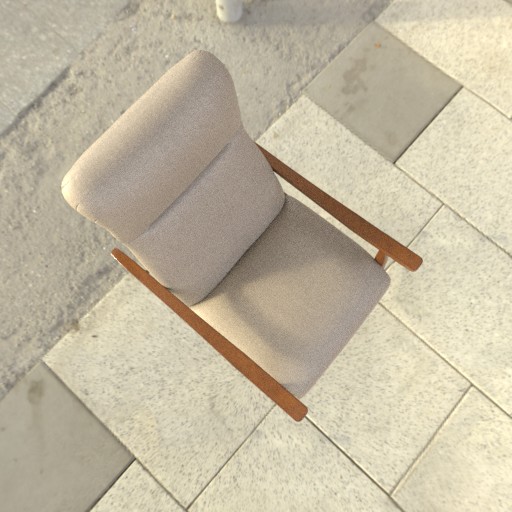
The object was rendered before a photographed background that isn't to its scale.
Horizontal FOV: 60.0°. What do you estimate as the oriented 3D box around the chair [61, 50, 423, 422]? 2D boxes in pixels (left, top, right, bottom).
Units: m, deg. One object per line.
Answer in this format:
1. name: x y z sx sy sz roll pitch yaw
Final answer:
1. chair: 0.000 0.000 1.770 1.032 1.082 0.762 39 79 9
